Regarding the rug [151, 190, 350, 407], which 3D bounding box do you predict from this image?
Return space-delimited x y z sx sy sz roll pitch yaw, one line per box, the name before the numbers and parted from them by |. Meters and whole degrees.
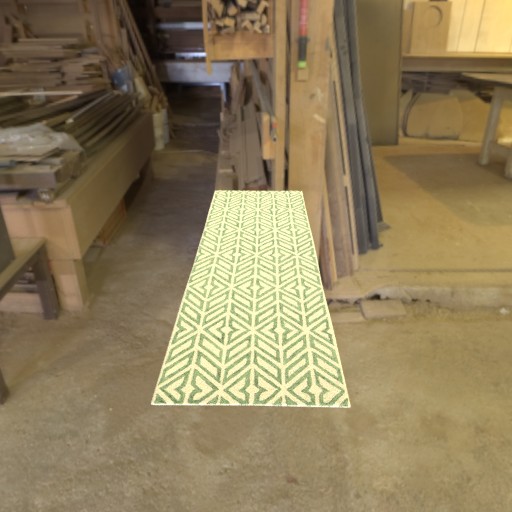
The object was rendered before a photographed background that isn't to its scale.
rug | 0.000 0.000 2.739 0.750 0.009 2.435 0 27 1
